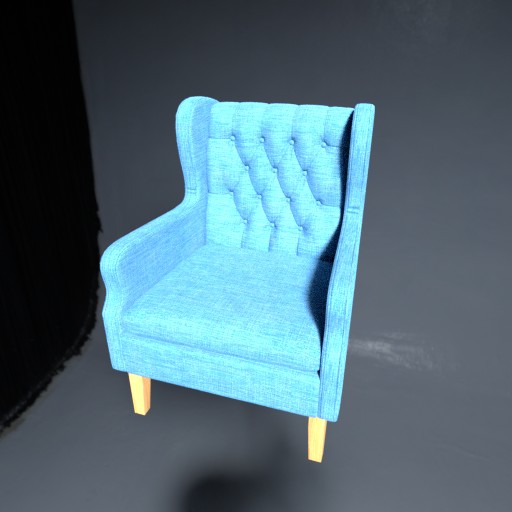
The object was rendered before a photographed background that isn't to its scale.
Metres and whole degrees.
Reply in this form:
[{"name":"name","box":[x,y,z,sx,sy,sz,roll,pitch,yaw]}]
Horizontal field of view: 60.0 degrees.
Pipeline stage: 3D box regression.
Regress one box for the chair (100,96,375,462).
[{"name":"chair","box":[0.000,0.000,1.506,0.711,0.952,0.775,8,28,16]}]
